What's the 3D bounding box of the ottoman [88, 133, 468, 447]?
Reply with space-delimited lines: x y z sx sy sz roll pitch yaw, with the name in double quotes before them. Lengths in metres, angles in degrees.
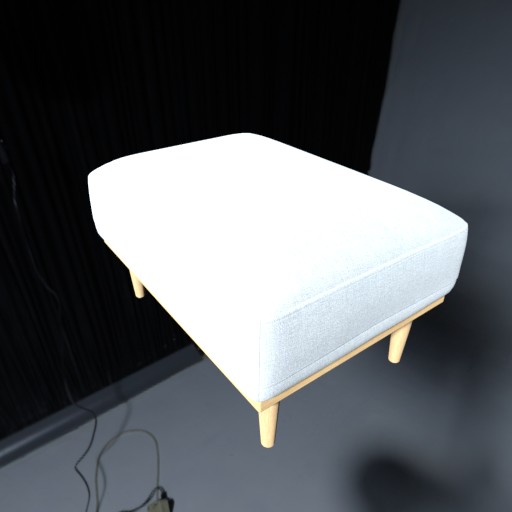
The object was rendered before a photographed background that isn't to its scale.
"ottoman" 0.000 0.000 1.074 0.549 0.428 0.749 -21 37 -30
